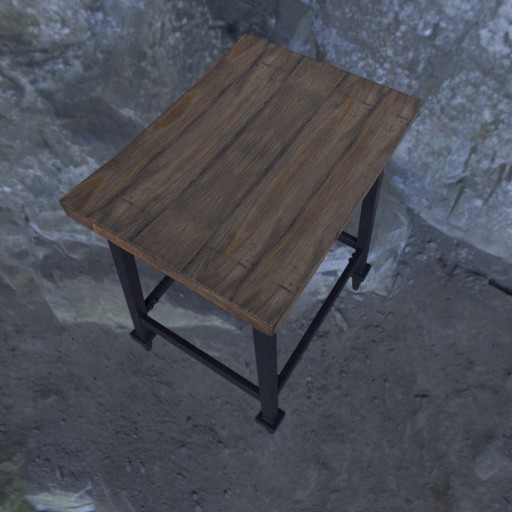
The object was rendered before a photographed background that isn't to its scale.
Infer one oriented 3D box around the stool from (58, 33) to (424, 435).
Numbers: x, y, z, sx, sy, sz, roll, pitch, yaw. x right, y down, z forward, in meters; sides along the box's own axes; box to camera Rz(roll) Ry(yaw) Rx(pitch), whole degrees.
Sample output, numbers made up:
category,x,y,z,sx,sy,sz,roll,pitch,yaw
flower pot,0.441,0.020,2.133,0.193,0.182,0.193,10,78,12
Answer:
category,x,y,z,sx,sy,sz,roll,pitch,yaw
stool,0.000,0.000,0.930,0.405,0.625,0.486,29,62,17
